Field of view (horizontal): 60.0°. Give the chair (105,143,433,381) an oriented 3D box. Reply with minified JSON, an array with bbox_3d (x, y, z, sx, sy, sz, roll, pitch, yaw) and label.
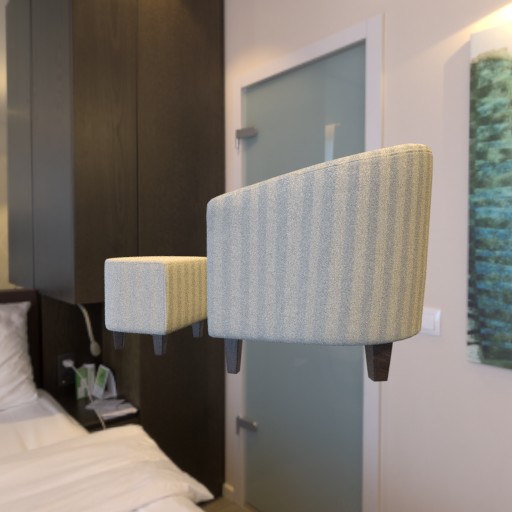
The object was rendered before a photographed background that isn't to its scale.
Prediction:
[{"bbox_3d":[0.000,0.000,1.745,1.288,0.757,0.756,1,2,19],"label":"chair"}]
